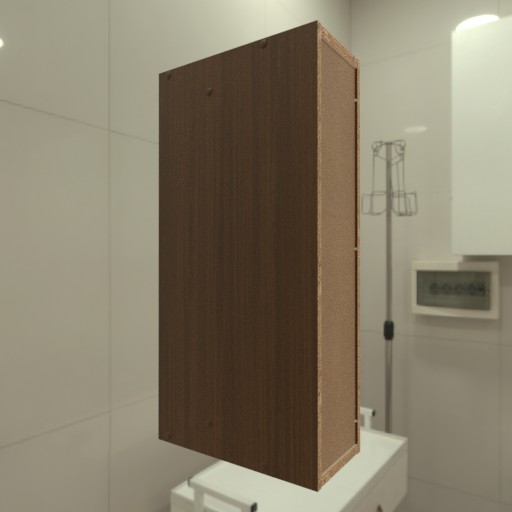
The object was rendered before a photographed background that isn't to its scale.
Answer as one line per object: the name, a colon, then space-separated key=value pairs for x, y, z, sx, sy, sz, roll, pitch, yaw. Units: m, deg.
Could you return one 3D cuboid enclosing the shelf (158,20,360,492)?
shelf: x=0.000 y=0.000 z=0.705 sx=0.290 sy=0.600 sz=0.147 roll=0 pitch=0 yaw=35
